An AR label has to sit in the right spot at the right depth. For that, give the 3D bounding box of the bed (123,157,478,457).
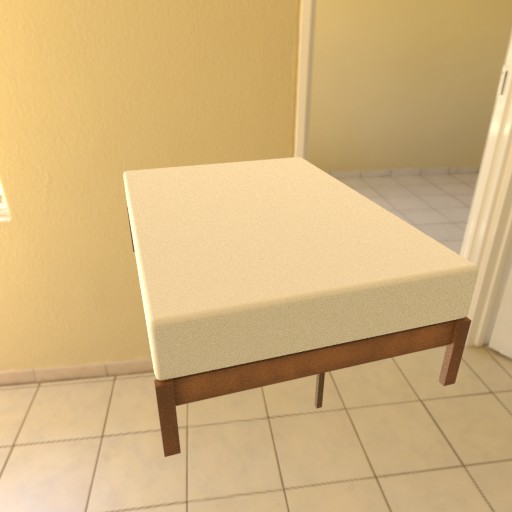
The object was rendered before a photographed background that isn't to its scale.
[{"bbox_3d":[0.000,0.000,2.579,1.348,0.616,1.927,-8,28,-16],"label":"bed"}]
